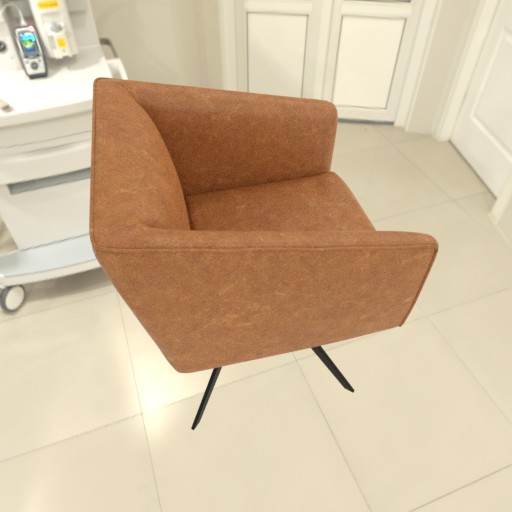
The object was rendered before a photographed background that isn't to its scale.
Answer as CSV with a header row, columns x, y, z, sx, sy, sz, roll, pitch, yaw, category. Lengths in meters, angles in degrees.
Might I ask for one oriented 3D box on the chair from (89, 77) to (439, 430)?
x,y,z,sx,sy,sz,roll,pitch,yaw,category
0.000,0.000,1.140,0.625,0.760,0.588,-10,47,-9,chair
